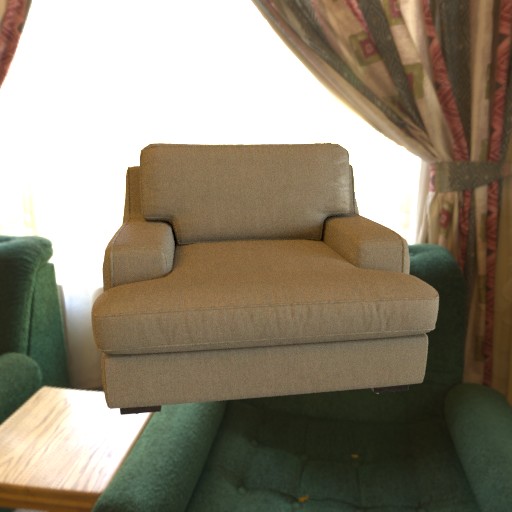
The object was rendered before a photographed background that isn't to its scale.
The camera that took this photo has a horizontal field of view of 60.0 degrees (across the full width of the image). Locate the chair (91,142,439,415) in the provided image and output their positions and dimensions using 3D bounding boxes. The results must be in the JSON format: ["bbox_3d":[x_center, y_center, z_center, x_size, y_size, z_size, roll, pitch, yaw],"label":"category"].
[{"bbox_3d":[0.000,0.000,1.986,1.270,0.974,1.043,-2,15,-8],"label":"chair"}]
